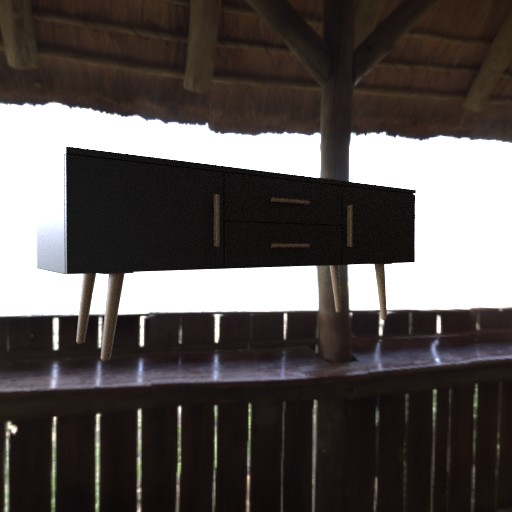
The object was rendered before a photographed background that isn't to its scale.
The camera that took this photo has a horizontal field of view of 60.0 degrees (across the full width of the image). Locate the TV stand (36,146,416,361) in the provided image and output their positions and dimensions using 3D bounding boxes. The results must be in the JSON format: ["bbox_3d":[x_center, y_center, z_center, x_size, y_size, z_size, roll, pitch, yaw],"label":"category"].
[{"bbox_3d":[0.000,0.000,1.531,1.312,0.518,0.390,-1,1,-36],"label":"TV stand"}]
